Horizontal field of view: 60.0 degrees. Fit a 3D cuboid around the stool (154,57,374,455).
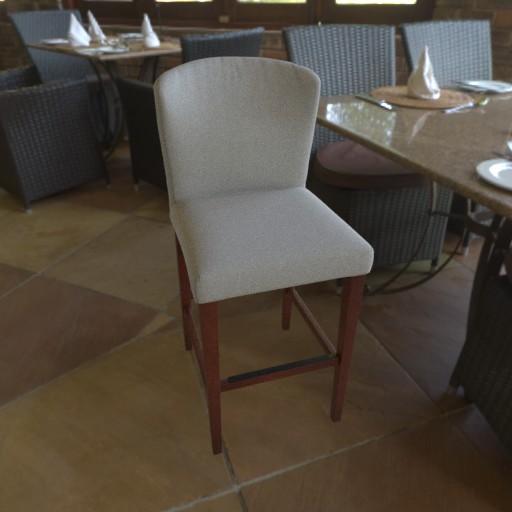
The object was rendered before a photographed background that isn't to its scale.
[{"bbox_3d":[0.000,0.000,1.363,0.479,1.069,0.568,-9,32,-15],"label":"stool"}]
